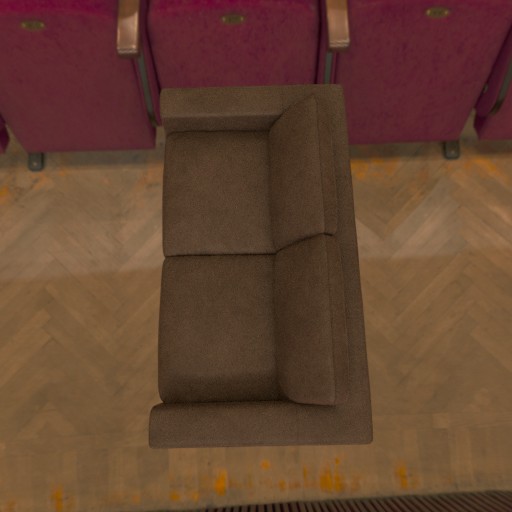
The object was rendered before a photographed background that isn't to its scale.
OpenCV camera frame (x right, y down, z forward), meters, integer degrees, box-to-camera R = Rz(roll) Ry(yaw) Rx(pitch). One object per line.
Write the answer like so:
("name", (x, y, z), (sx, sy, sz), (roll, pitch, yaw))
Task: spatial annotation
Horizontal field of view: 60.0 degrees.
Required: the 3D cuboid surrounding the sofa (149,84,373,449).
("sofa", (0.000, 0.000, 2.434), (1.070, 0.800, 1.920), (-1, 75, 0))
